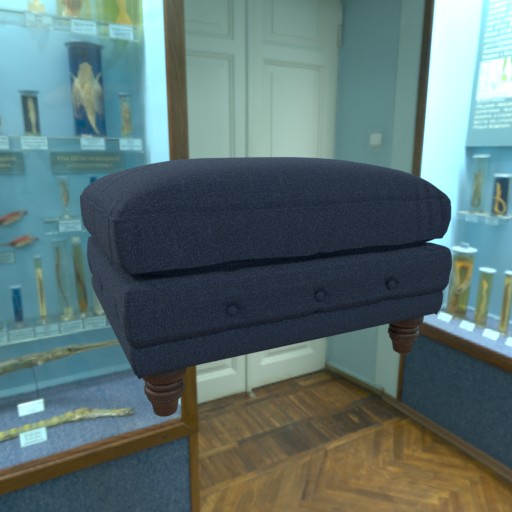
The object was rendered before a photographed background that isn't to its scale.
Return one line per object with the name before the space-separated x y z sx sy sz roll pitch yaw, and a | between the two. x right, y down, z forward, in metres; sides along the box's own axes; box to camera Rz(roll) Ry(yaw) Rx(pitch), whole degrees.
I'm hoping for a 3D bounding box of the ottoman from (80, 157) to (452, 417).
ottoman | 0.000 0.000 1.116 0.767 0.486 0.558 -6 14 -26
